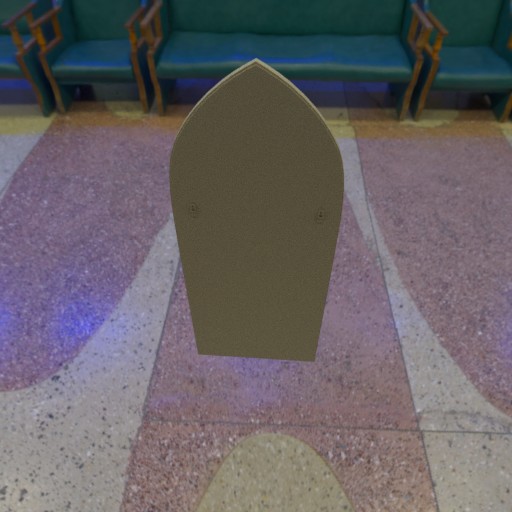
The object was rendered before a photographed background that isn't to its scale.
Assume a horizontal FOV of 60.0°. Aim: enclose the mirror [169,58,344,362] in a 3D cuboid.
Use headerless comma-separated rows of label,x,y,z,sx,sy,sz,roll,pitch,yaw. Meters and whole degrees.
mirror,0.000,0.000,1.337,0.464,1.175,0.025,3,47,3
